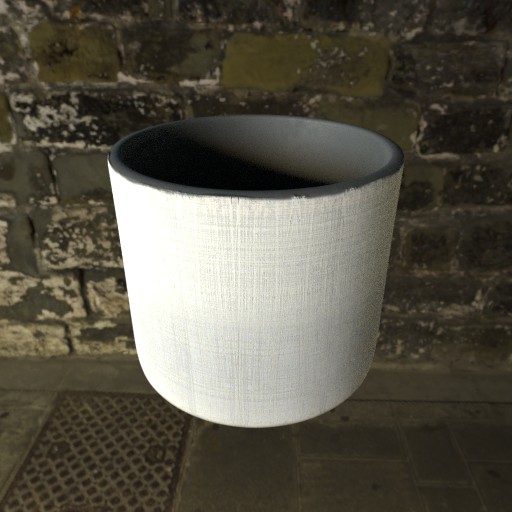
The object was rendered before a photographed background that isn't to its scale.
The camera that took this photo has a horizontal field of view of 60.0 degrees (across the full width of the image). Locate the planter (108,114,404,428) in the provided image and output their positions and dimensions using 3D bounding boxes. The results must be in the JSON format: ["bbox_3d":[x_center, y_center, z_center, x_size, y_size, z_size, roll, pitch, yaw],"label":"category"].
[{"bbox_3d":[0.000,0.000,0.392,0.226,0.201,0.226,0,29,0],"label":"planter"}]
